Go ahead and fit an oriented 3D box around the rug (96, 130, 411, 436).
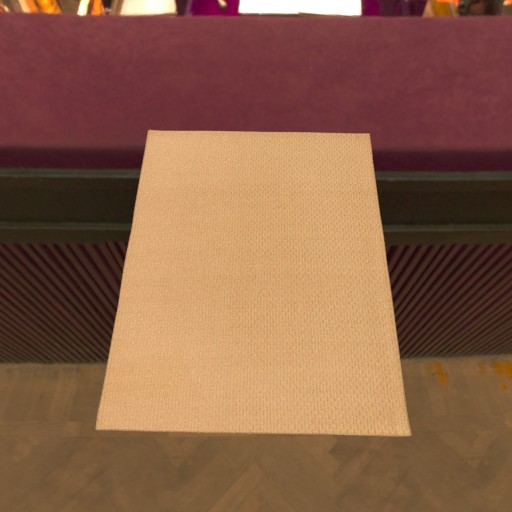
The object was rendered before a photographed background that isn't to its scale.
[{"bbox_3d":[0.000,0.000,3.868,2.277,0.035,2.897,1,62,0],"label":"rug"}]
